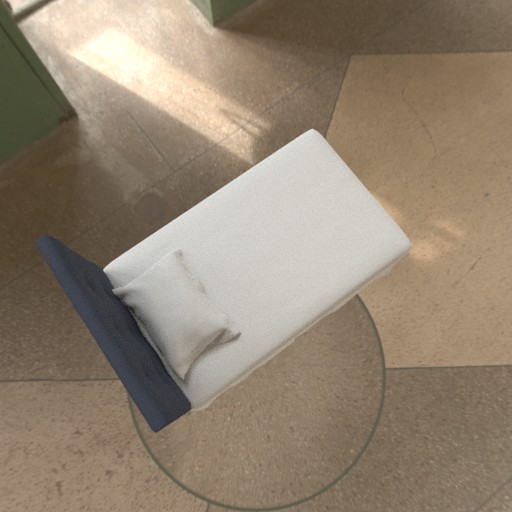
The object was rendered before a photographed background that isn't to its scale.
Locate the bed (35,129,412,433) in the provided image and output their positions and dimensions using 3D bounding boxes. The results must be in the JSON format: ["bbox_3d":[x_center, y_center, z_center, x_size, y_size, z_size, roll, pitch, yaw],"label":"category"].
[{"bbox_3d":[0.000,0.000,3.024,1.997,1.571,1.261,-35,78,-8],"label":"bed"}]
